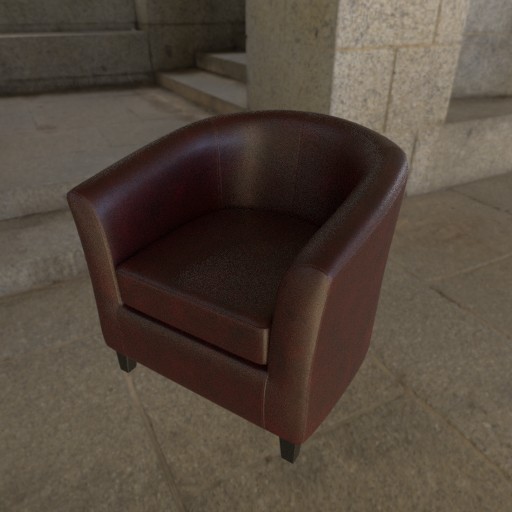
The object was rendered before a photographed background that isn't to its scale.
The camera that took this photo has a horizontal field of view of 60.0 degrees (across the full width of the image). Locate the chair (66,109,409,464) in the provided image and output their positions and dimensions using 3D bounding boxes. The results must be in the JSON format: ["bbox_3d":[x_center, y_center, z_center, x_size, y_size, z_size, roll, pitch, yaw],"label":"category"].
[{"bbox_3d":[0.000,0.000,1.386,0.792,0.756,0.727,18,35,28],"label":"chair"}]
